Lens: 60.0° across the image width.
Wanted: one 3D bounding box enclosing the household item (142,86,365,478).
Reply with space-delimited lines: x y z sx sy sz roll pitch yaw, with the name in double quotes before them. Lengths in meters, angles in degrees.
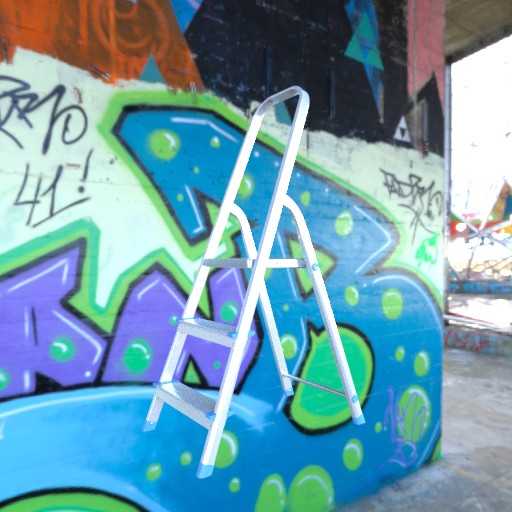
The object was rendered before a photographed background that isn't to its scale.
"household item" 0.000 0.000 1.577 0.687 1.215 0.420 0 0 -36
